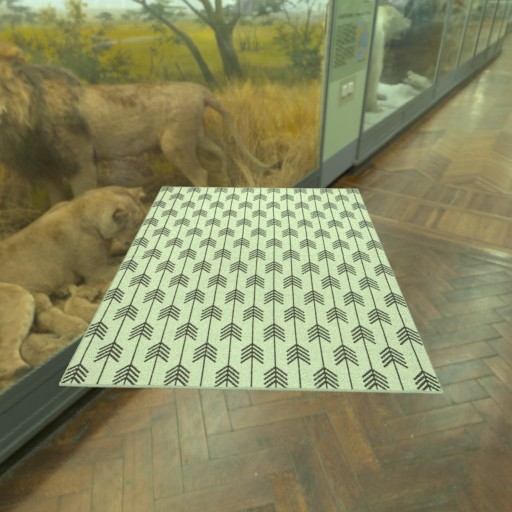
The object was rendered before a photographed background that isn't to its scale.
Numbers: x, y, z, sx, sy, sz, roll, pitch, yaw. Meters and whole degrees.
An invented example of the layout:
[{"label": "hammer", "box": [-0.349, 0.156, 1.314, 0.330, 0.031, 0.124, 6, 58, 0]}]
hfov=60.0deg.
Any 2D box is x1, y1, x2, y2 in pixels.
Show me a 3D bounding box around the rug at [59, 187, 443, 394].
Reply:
[{"label": "rug", "box": [0.000, 0.000, 3.967, 2.330, 0.010, 3.061, 1, 32, 1]}]
